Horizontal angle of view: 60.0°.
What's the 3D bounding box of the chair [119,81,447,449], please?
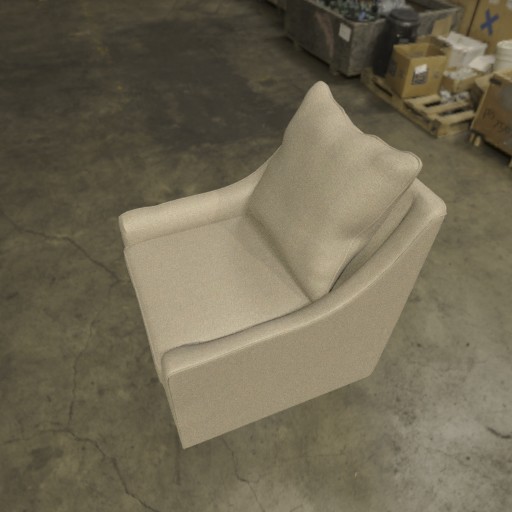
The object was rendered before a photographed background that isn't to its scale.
[{"bbox_3d":[0.000,0.000,1.587,0.876,0.942,0.760,-16,46,-16],"label":"chair"}]
